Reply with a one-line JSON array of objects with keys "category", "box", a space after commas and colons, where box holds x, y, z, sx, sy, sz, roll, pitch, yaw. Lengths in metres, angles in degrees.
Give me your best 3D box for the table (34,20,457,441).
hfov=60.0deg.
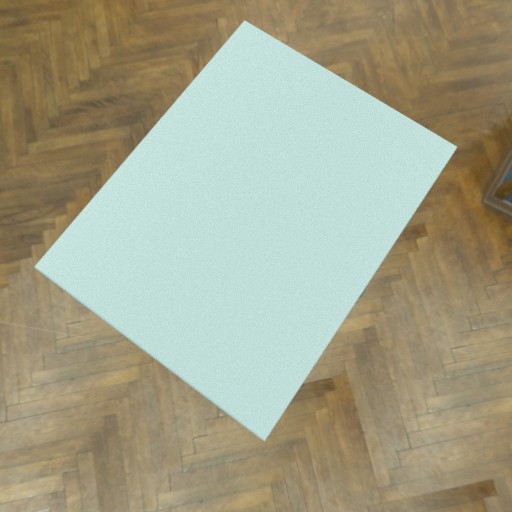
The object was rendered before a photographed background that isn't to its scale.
[{"category": "table", "box": [0.000, 0.000, 1.026, 0.451, 0.646, 0.564, 34, 78, 8]}]
